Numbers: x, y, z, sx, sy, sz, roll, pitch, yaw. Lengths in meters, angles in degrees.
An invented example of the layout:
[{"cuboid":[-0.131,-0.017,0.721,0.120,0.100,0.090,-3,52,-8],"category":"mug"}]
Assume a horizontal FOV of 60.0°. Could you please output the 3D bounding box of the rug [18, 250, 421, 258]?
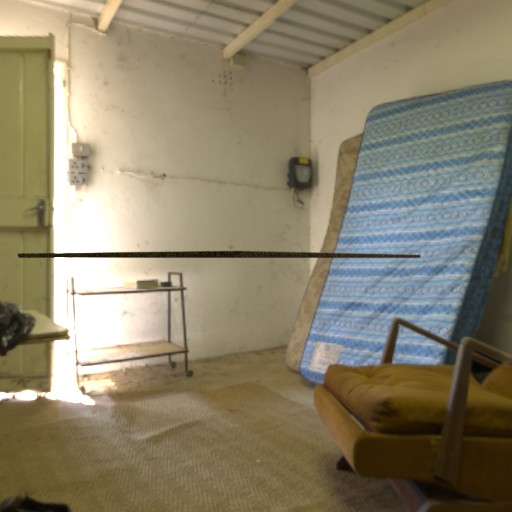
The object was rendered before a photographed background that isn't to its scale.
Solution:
[{"cuboid":[0.000,0.000,2.921,1.501,0.025,2.352,0,0,35],"category":"rug"}]
